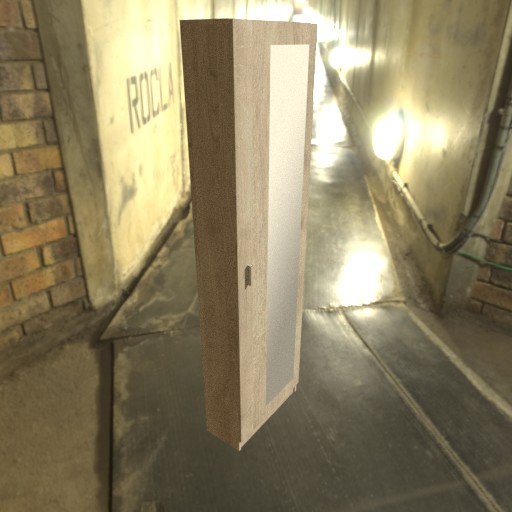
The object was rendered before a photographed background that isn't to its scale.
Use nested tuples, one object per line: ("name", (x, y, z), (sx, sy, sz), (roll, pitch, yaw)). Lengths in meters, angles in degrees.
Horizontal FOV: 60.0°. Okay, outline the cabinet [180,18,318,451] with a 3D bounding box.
("cabinet", (0.000, 0.000, 1.912), (0.230, 1.790, 0.500), (18, 31, 33))
